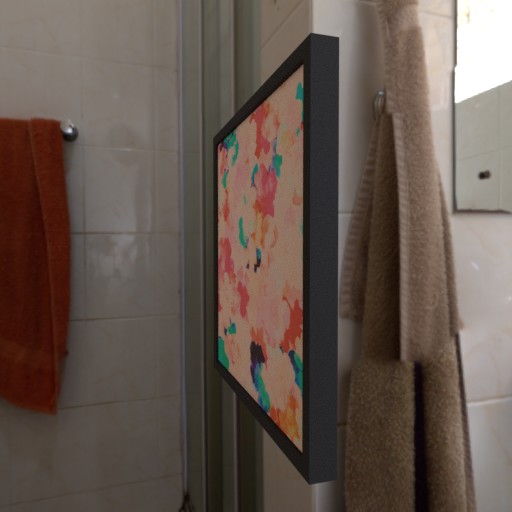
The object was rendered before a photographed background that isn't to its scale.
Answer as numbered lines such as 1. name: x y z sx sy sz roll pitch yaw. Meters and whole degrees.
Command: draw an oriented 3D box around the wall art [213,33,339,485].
1. wall art: 0.000 0.000 0.739 0.036 0.503 0.506 0 2 -18
